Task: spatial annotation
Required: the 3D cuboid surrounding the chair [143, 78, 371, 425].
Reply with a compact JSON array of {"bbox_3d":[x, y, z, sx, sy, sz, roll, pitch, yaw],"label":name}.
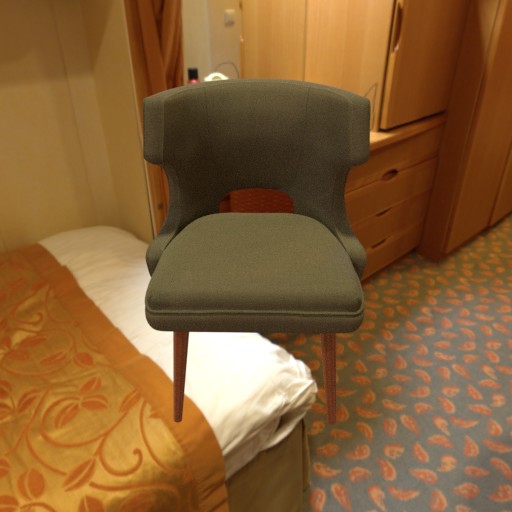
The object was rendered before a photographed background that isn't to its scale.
[{"bbox_3d":[0.000,0.000,1.250,0.595,0.863,0.581,0,30,1],"label":"chair"}]
